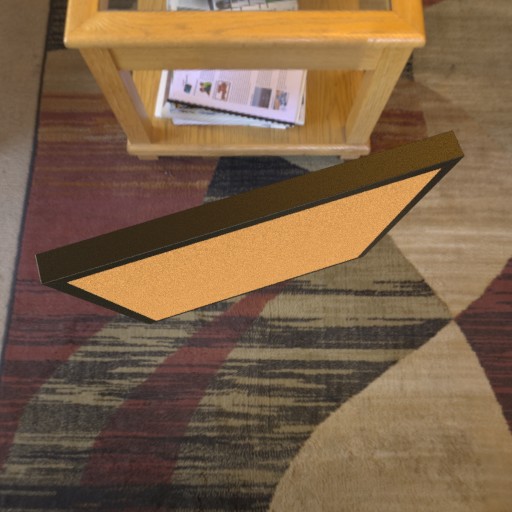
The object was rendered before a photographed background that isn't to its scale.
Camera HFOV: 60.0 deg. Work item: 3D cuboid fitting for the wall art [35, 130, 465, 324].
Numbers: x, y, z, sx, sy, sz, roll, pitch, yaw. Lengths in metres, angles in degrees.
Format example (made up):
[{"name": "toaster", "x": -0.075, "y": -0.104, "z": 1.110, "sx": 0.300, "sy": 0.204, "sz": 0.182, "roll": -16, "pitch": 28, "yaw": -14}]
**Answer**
[{"name": "wall art", "x": 0.000, "y": 0.000, "z": 0.756, "sx": 0.508, "sy": 0.508, "sz": 0.036, "roll": -17, "pitch": 77, "yaw": -4}]
